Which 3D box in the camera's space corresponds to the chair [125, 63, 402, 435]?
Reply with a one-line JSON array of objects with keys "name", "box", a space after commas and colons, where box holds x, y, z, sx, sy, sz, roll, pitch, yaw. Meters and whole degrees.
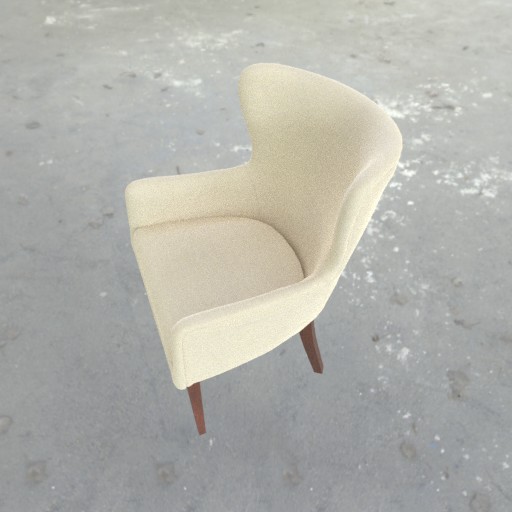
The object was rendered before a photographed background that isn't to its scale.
[{"name": "chair", "box": [0.000, 0.000, 1.476, 0.744, 0.990, 0.696, -16, 48, -15]}]
